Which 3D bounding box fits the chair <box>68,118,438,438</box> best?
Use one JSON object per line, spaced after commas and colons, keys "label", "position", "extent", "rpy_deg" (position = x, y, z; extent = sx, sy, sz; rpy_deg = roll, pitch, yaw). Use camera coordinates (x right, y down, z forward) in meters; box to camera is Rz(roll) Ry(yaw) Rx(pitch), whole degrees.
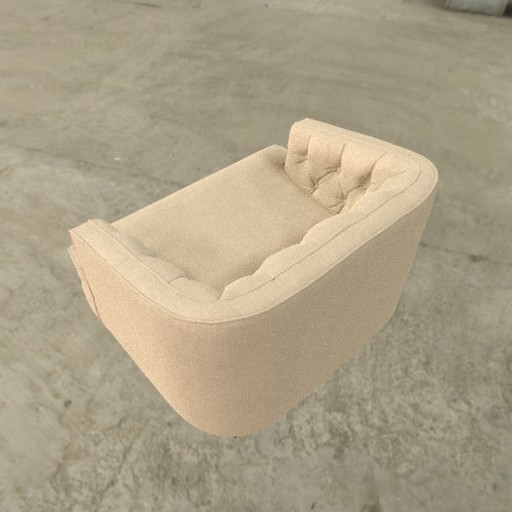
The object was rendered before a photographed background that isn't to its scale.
{"label": "chair", "position": [0.000, 0.000, 1.698], "extent": [1.118, 0.787, 0.914], "rpy_deg": [-32, 54, -28]}
